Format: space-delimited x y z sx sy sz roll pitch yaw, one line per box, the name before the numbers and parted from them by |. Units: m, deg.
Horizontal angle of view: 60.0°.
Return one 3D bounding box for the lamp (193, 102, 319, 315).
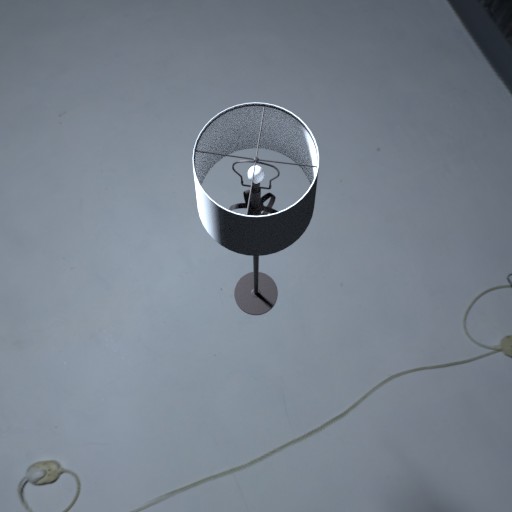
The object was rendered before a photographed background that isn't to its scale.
lamp | 0.000 0.000 1.585 0.286 1.462 0.286 -21 76 -6
